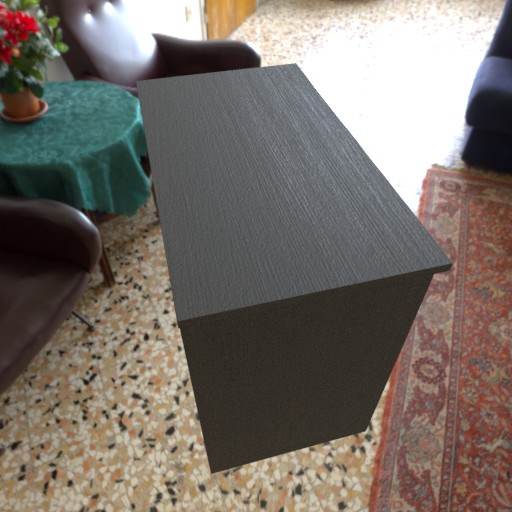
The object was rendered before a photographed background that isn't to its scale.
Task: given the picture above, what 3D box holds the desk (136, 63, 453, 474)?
[{"bbox_3d":[0.000,0.000,1.313,0.498,0.724,0.893,-11,47,-10],"label":"desk"}]
